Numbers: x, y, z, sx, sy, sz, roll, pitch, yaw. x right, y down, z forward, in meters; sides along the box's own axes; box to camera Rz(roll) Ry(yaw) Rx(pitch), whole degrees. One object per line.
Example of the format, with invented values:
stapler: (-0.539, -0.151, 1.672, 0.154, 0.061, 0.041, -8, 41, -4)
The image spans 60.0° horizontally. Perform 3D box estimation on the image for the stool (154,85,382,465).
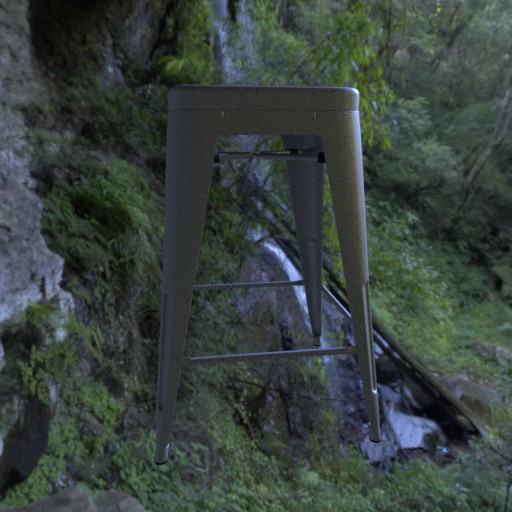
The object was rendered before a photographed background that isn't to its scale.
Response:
stool: (0.000, 0.000, 0.887, 0.406, 0.610, 0.406, -2, 15, -8)
